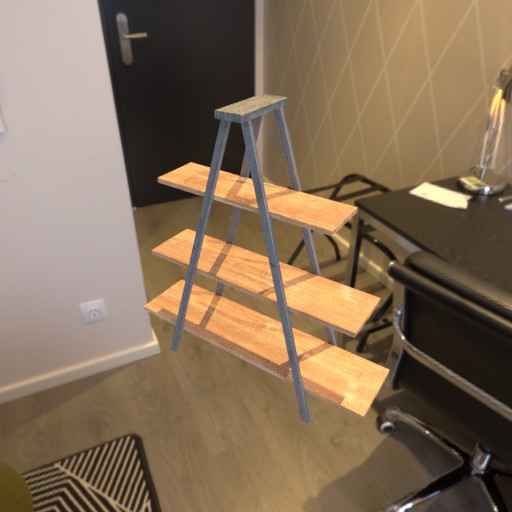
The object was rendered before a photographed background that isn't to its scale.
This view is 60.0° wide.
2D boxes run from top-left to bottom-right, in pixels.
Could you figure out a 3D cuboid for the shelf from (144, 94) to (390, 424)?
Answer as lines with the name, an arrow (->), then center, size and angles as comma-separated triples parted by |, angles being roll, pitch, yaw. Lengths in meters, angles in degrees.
shelf -> 0.000, 0.000, 2.703 | 1.746, 1.808, 0.508 | 20, 38, 28
